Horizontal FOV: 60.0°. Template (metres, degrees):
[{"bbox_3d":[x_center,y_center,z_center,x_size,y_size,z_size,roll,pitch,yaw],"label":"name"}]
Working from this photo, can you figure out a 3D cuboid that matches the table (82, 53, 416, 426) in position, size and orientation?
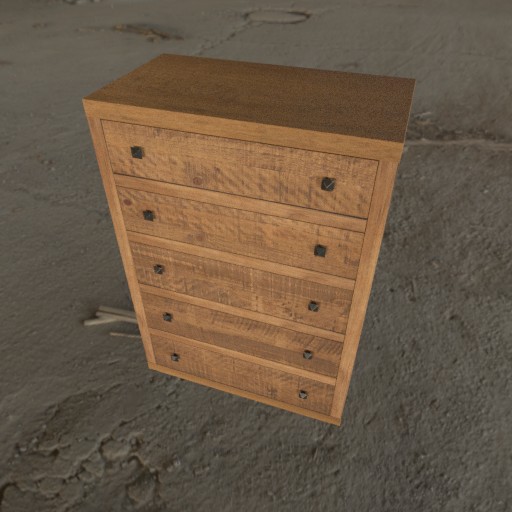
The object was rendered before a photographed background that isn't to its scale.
[{"bbox_3d":[0.000,0.000,1.746,0.901,1.294,0.524,12,41,14],"label":"table"}]
